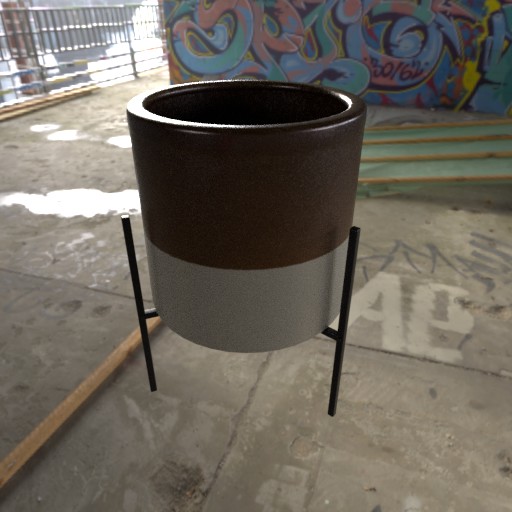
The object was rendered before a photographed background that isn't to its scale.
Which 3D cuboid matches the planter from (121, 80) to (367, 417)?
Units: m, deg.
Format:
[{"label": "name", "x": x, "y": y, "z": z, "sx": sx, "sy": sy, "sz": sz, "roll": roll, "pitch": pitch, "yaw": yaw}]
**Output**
[{"label": "planter", "x": 0.000, "y": 0.000, "z": 0.553, "sx": 0.269, "sy": 0.375, "sz": 0.255, "roll": 22, "pitch": 37, "yaw": 33}]
